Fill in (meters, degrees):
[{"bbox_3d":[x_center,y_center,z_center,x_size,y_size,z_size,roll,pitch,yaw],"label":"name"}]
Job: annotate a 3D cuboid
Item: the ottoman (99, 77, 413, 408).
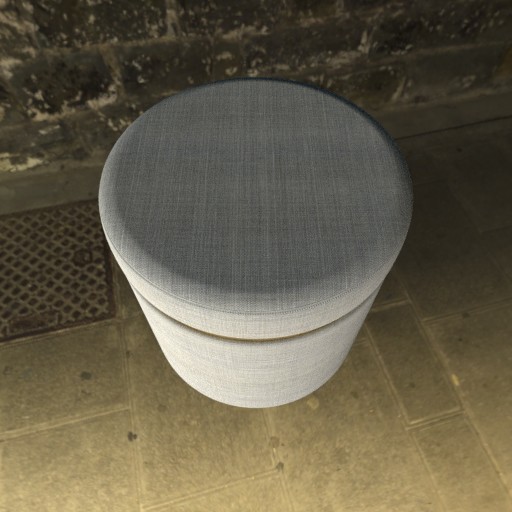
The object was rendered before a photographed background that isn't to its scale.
[{"bbox_3d":[0.000,0.000,0.727,0.400,0.406,0.400,0,57,0],"label":"ottoman"}]
